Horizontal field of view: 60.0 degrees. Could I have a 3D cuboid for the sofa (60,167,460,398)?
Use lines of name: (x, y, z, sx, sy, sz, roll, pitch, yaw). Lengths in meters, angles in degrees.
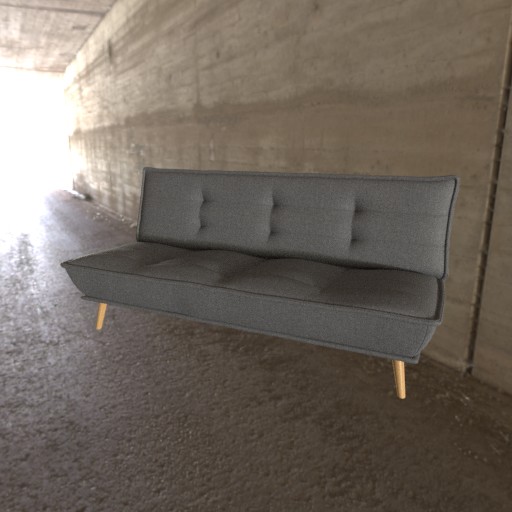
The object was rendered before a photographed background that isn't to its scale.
sofa: (0.000, 0.000, 2.420, 1.940, 0.890, 0.950, 7, 16, 24)
